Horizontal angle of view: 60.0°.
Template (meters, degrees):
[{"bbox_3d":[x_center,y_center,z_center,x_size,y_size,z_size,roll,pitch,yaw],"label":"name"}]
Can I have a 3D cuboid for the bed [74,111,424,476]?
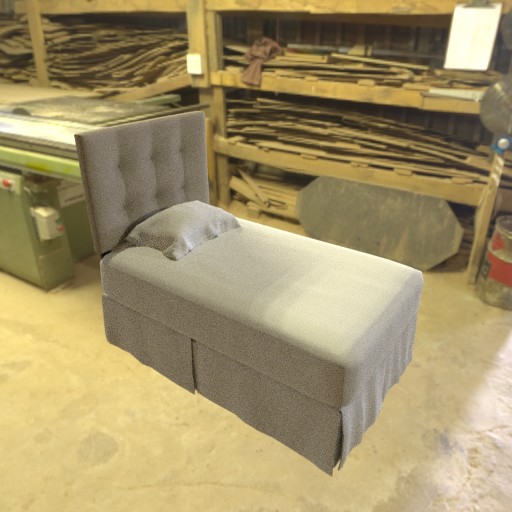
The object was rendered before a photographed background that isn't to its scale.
[{"bbox_3d":[0.000,0.000,2.963,1.997,1.571,1.261,18,32,32],"label":"bed"}]
